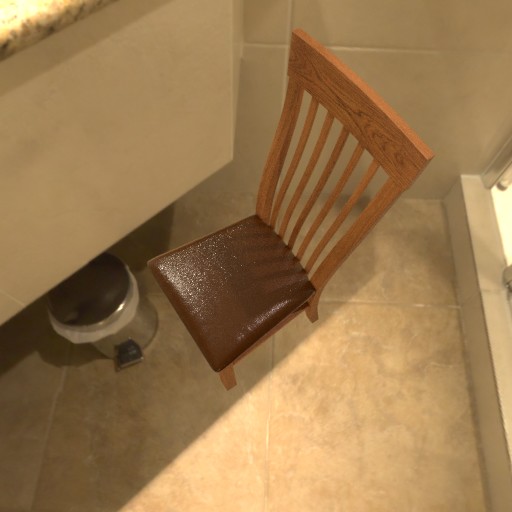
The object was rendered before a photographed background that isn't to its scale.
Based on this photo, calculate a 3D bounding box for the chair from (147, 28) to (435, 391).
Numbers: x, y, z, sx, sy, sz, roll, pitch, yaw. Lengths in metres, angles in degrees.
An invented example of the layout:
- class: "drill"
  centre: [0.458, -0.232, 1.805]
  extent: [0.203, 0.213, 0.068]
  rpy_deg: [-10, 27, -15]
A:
- class: "chair"
  centre: [0.000, 0.000, 1.362]
  extent: [0.580, 1.050, 0.450]
  rpy_deg: [-31, 68, -14]
